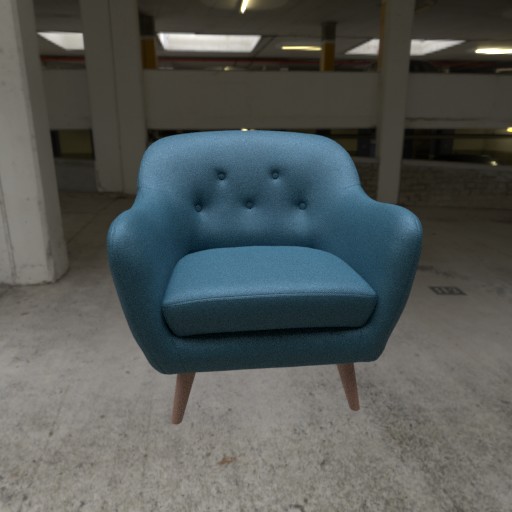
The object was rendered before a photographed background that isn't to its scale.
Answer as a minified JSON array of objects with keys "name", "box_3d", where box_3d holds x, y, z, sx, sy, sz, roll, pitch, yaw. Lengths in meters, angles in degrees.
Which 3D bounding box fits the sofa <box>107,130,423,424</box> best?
[{"name":"sofa","box_3d":[0.000,0.000,1.527,0.836,0.817,0.825,-2,17,-6]}]
